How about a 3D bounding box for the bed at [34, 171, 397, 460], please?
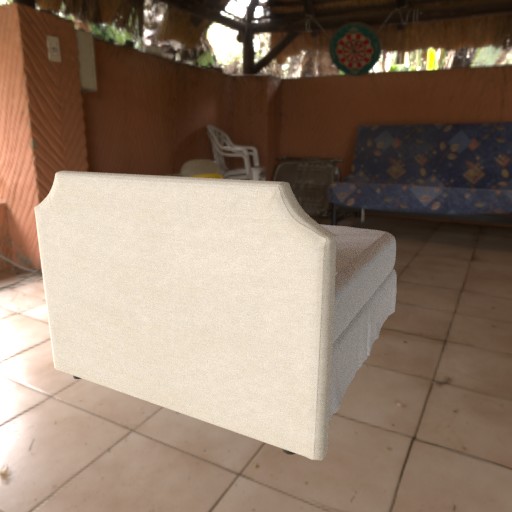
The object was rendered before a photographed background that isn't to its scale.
[{"bbox_3d":[0.000,0.000,3.196,1.828,1.297,2.164,8,17,27],"label":"bed"}]
